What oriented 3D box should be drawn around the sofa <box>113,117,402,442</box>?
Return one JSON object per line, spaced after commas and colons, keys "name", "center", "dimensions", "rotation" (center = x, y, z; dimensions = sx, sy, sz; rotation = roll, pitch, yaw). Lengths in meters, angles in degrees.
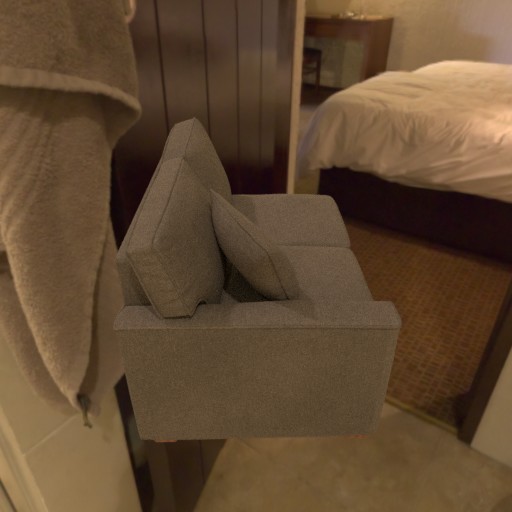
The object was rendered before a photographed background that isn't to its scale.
{"name": "sofa", "center": [0.000, 0.000, 2.133], "dimensions": [0.991, 0.989, 1.388], "rotation": [-1, 32, -1]}
